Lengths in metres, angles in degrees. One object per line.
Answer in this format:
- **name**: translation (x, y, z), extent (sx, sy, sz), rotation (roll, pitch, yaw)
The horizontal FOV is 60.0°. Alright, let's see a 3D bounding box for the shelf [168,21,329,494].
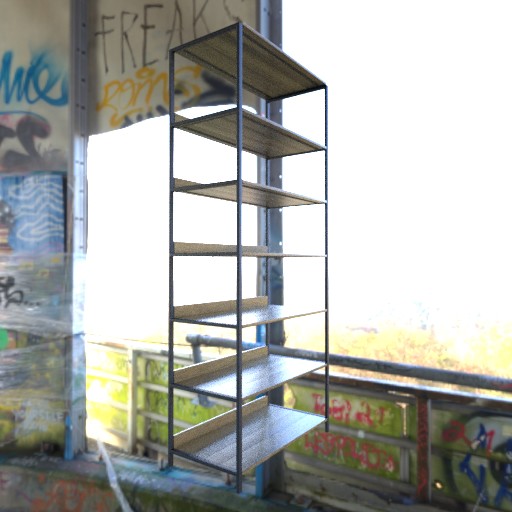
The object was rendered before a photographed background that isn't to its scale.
- **shelf**: translation (0.000, 0.000, 2.347), extent (0.431, 2.015, 0.847), rotation (-1, -1, 36)
